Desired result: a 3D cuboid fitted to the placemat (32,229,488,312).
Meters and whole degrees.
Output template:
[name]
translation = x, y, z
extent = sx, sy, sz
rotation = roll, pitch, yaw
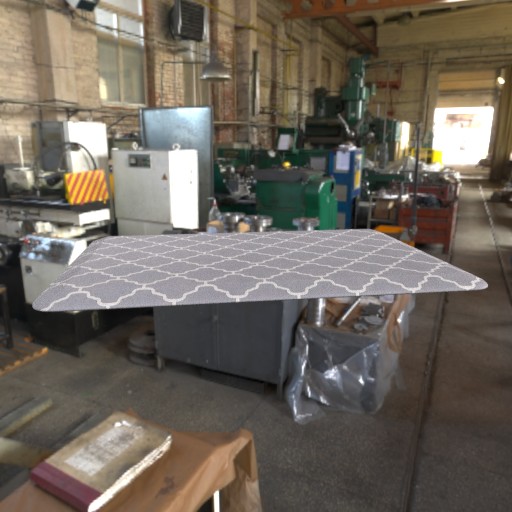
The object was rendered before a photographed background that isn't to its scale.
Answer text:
[placemat]
translation = 0.000, 0.000, 0.947
extent = 0.762, 0.021, 0.508
rotation = -2, 14, -8
